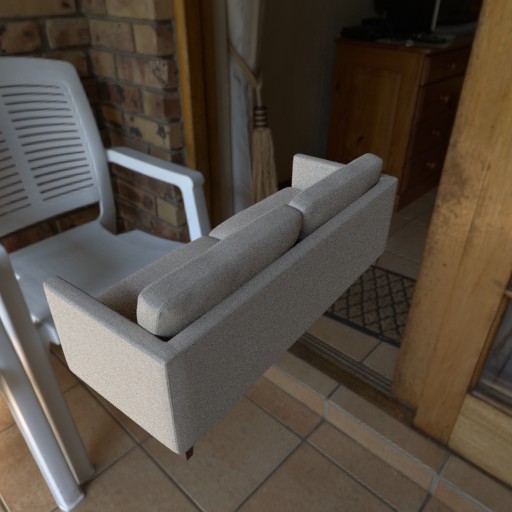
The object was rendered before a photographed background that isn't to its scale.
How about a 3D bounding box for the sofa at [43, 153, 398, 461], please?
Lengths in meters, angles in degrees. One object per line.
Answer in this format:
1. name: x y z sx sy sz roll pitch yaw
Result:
1. sofa: 0.000 0.000 2.966 0.951 0.965 2.434 22 39 31
